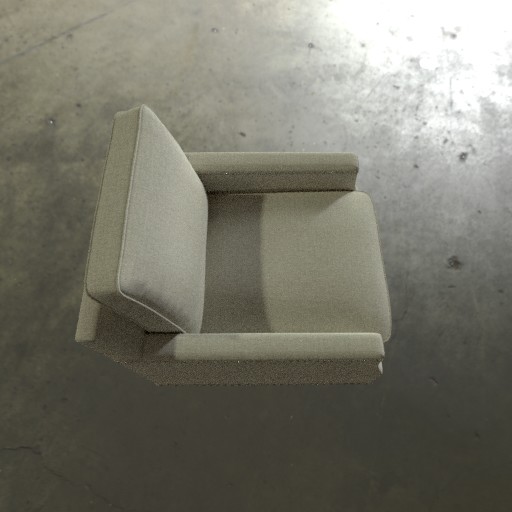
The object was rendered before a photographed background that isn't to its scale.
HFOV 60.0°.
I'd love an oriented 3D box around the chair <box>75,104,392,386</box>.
[{"bbox_3d":[0.000,0.000,1.704,1.014,0.943,0.853,0,64,0],"label":"chair"}]
